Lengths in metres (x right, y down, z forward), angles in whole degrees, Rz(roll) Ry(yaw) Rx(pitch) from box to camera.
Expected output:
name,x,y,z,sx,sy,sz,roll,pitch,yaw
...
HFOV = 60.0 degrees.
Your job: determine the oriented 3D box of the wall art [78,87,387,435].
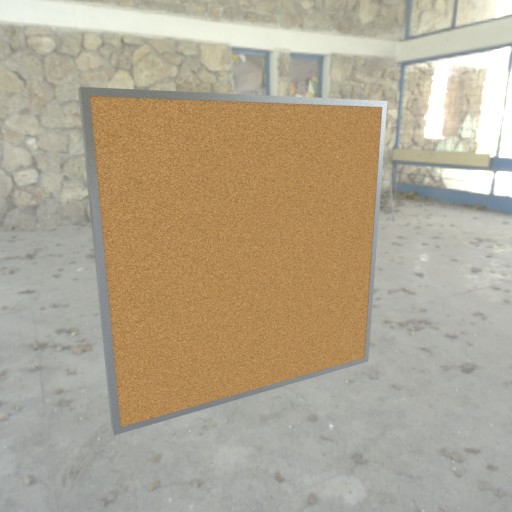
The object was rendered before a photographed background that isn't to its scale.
name,x,y,z,sx,sy,sz,roll,pitch,yaw
wall art,0.000,0.000,1.182,0.806,0.806,0.038,-8,17,-26
